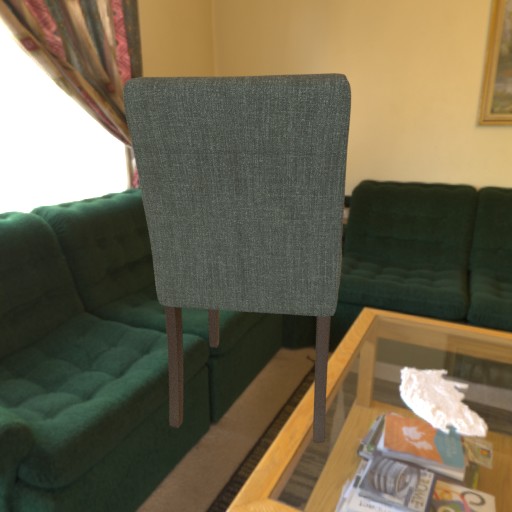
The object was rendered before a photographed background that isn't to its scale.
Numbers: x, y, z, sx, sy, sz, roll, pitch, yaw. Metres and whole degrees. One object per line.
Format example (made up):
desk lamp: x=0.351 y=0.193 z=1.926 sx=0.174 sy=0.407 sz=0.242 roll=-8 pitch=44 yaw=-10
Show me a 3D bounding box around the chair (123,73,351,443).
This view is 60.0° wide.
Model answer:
chair: x=0.000 y=0.000 z=1.236 sx=0.487 sy=0.884 sz=0.629 roll=3 pitch=16 yaw=9
